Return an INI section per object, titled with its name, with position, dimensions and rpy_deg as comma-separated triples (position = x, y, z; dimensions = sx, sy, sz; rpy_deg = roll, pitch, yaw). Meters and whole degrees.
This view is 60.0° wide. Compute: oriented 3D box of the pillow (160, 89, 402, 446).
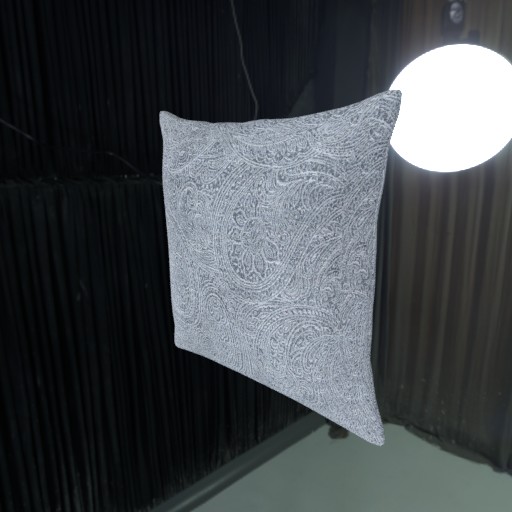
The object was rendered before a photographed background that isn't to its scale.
[pillow]
position = 0.000, 0.000, 0.776
dimensions = 0.523, 0.510, 0.166
rpy_deg = 13, 19, 43
